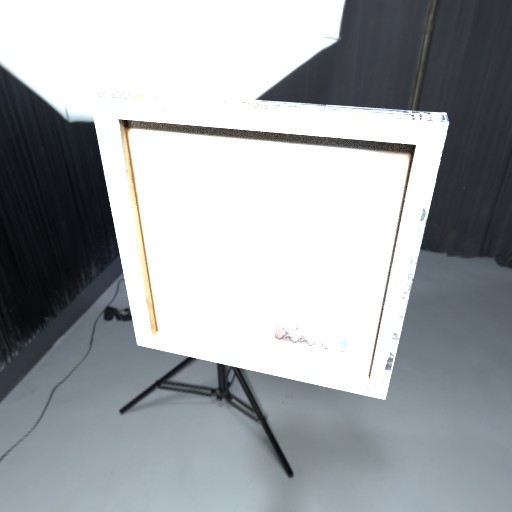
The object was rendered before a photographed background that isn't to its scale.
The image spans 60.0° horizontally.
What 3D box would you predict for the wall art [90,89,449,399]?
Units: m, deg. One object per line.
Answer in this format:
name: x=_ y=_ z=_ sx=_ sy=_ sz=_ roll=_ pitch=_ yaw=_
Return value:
wall art: x=0.000 y=0.000 z=0.614 sx=0.411 sy=0.410 sz=0.038 roll=9 pitch=33 yaw=14
